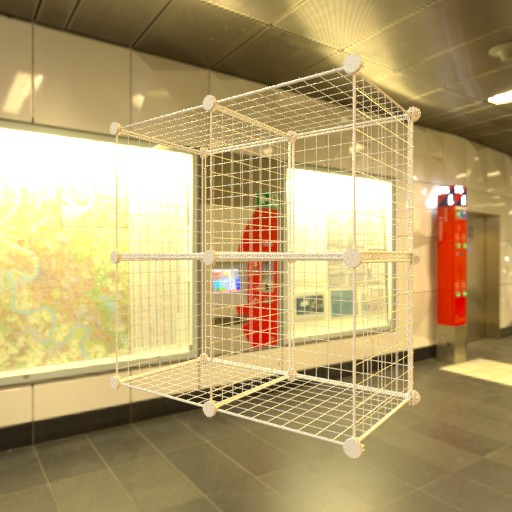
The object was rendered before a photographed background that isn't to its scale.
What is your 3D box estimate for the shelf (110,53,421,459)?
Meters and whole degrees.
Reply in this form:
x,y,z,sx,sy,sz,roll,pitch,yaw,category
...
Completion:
x,y,z,sx,sy,sz,roll,pitch,yaw,category
0.000,0.000,1.122,0.711,0.711,0.356,0,0,36,shelf
